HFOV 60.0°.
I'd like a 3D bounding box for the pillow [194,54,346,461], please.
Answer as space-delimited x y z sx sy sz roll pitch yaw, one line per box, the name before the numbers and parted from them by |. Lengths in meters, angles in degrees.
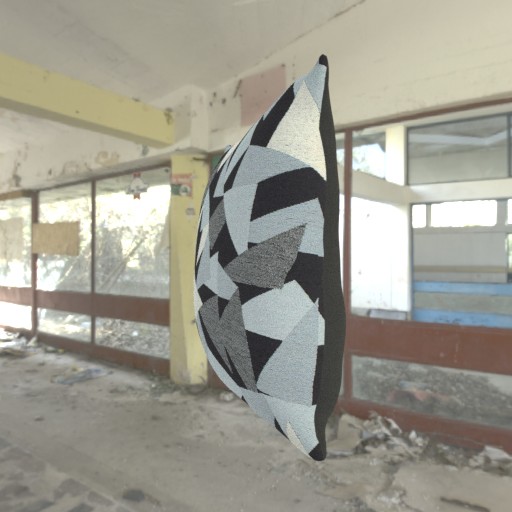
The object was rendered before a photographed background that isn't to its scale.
pillow | 0.000 0.000 0.762 0.208 0.496 0.503 0 0 -17
